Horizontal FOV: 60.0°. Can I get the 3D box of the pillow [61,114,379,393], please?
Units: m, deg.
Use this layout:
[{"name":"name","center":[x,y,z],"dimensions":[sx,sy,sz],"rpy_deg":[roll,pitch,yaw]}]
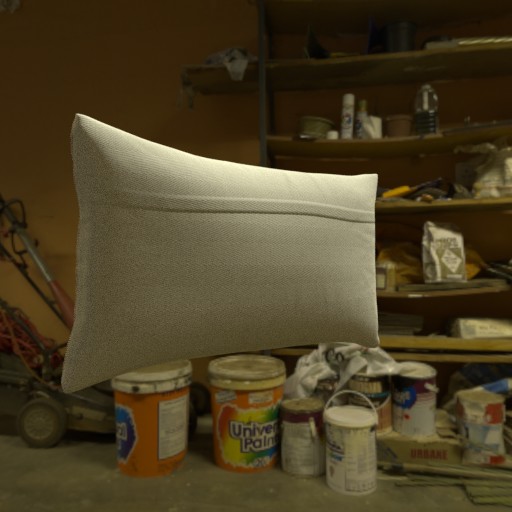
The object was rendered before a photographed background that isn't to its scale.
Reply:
[{"name":"pillow","center":[0.000,0.000,0.621],"dimensions":[0.506,0.305,0.139],"rpy_deg":[1,-2,-35]}]
